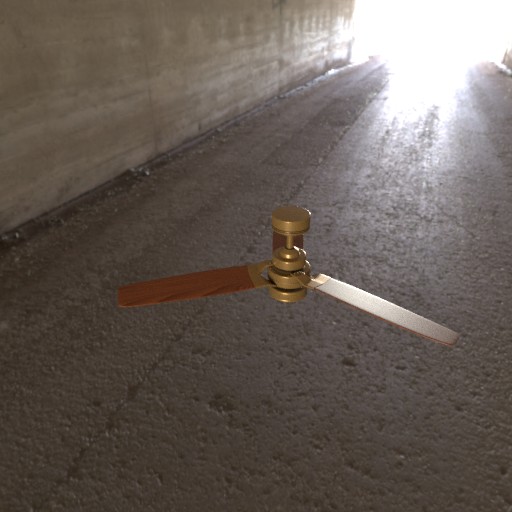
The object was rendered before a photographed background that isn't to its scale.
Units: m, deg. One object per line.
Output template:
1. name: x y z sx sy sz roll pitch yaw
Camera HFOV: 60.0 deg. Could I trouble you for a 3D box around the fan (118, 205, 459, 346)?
1. fan: 0.000 0.000 2.068 1.271 0.425 1.416 -8 31 -14
